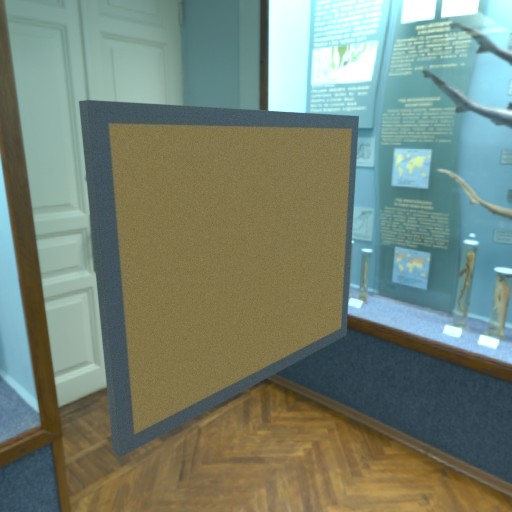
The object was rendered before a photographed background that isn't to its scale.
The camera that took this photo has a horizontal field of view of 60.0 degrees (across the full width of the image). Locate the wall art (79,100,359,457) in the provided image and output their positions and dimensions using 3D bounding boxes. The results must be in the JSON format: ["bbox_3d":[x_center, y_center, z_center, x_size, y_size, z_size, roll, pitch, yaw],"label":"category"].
[{"bbox_3d":[0.000,0.000,0.893,0.026,0.558,0.660,14,21,43],"label":"wall art"}]
